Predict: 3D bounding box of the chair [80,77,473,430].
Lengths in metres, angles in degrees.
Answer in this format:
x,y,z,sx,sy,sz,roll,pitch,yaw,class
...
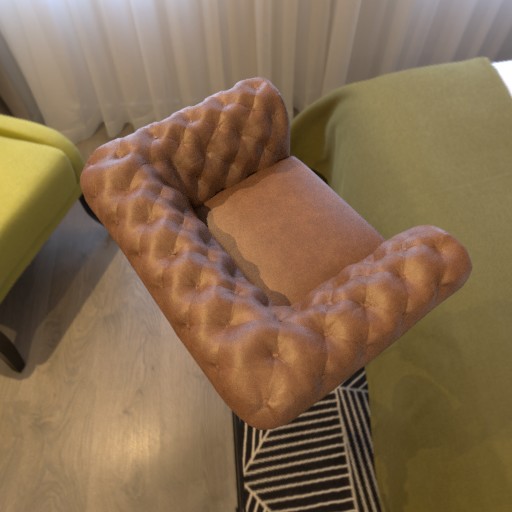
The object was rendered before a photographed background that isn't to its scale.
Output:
x,y,z,sx,sy,sz,roll,pitch,yaw,class
0.000,0.000,1.881,0.954,0.784,1.298,-32,63,-19,chair
